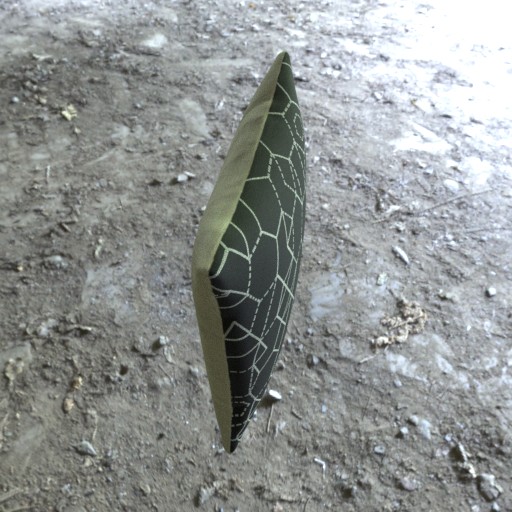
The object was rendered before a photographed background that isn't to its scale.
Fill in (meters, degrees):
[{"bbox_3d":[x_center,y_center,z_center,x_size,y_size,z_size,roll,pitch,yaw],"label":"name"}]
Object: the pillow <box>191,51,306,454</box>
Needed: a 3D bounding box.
[{"bbox_3d":[0.000,0.000,0.782,0.158,0.508,0.517,8,48,7],"label":"pillow"}]
